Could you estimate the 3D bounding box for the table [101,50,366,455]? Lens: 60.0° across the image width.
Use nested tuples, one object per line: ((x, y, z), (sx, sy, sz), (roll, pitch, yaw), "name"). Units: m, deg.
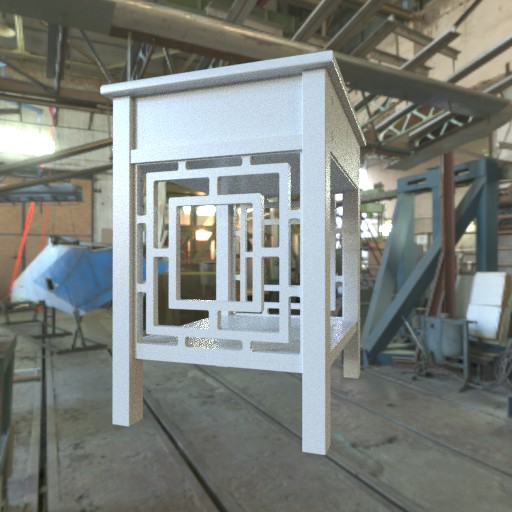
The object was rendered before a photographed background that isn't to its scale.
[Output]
((0.000, 0.000, 1.034), (0.451, 0.646, 0.564), (0, 0, 19), "table")
